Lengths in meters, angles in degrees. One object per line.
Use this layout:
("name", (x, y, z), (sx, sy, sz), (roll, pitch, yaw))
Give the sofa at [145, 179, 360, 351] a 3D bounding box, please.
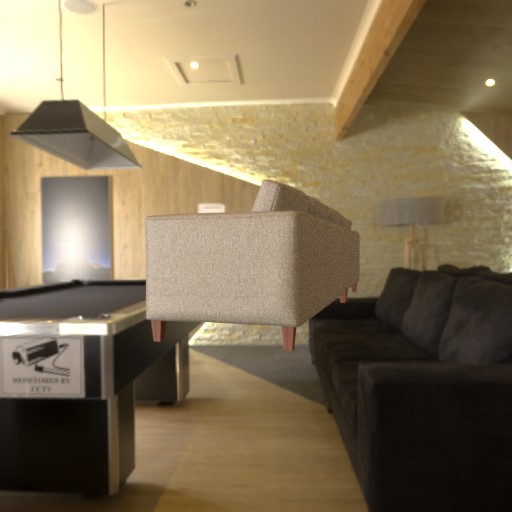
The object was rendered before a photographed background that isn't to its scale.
("sofa", (0.000, 0.000, 3.850), (1.502, 0.876, 3.201), (0, 1, 18))
